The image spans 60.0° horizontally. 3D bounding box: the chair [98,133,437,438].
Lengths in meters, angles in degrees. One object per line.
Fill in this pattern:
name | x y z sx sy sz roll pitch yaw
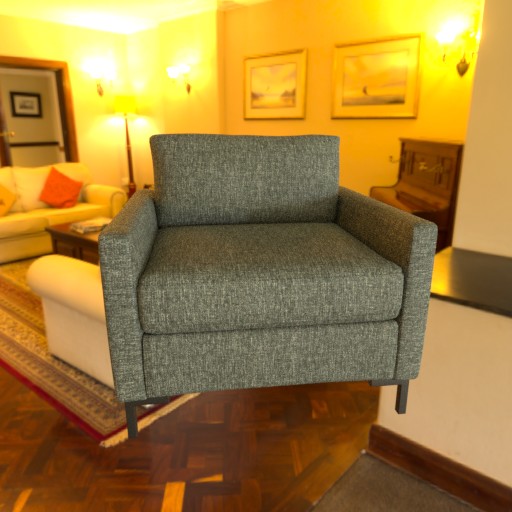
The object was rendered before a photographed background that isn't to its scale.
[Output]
chair | 0.000 0.000 1.632 0.963 0.861 0.866 -2 17 -7
